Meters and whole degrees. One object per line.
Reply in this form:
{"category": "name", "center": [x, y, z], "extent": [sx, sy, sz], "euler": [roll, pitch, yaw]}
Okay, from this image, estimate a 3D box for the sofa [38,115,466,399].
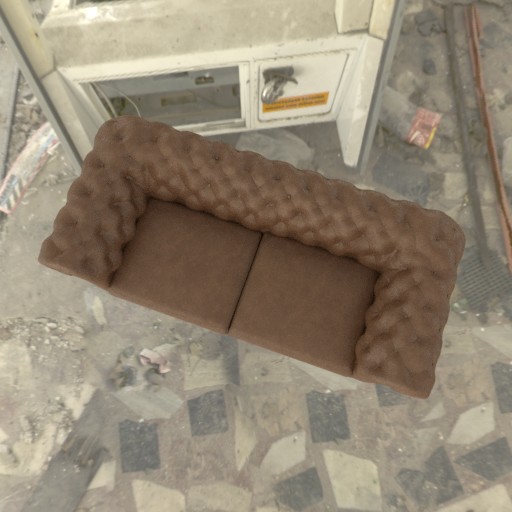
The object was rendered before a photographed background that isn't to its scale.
{"category": "sofa", "center": [0.000, 0.000, 2.533], "extent": [2.048, 0.784, 0.955], "euler": [19, 76, 5]}
